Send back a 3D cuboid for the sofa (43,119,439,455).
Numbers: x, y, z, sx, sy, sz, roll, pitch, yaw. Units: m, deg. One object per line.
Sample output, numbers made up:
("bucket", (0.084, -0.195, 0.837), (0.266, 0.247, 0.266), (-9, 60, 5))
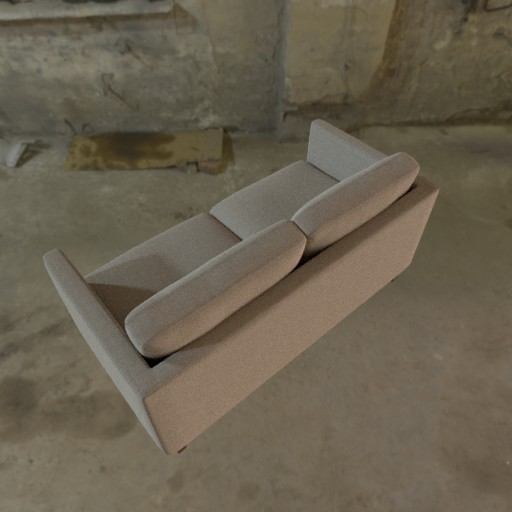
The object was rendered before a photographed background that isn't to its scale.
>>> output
("sofa", (0.000, 0.000, 2.438), (1.884, 0.947, 0.951), (-32, 56, -26))
